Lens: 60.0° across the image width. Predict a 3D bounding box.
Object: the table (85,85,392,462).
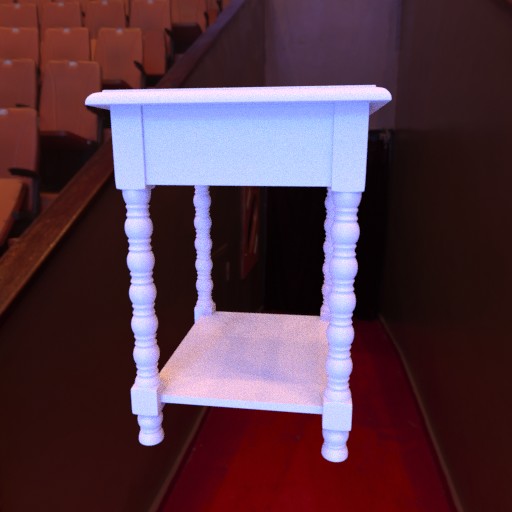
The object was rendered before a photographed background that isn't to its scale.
[{"bbox_3d":[0.000,0.000,0.820,0.381,0.531,0.460,2,13,7],"label":"table"}]
